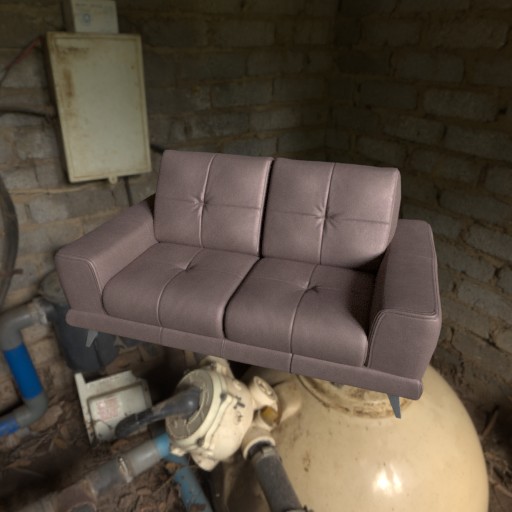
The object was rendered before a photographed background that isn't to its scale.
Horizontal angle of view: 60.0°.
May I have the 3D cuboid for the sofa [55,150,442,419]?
[{"bbox_3d":[0.000,0.000,2.353,1.806,0.907,1.018,8,28,16],"label":"sofa"}]
